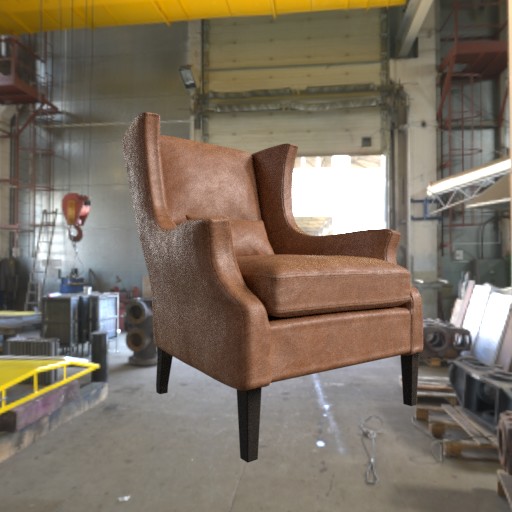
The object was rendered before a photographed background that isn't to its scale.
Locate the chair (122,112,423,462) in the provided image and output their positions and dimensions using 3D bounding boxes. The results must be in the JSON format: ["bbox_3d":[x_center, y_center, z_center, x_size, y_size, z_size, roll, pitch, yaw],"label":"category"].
[{"bbox_3d":[0.000,0.000,1.637,0.853,1.016,0.926,1,-1,-38],"label":"chair"}]
